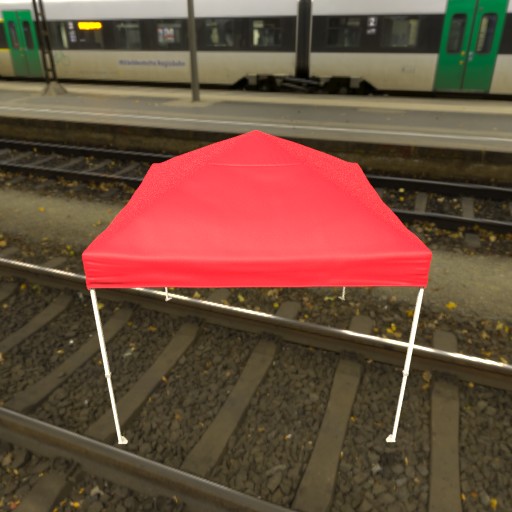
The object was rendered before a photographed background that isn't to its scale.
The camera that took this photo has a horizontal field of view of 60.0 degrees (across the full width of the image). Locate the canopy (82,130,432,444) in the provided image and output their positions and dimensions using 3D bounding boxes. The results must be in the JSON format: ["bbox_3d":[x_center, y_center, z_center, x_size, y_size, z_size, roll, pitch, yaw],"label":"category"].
[{"bbox_3d":[0.000,0.000,5.406,2.998,2.997,2.996,0,26,0],"label":"canopy"}]
